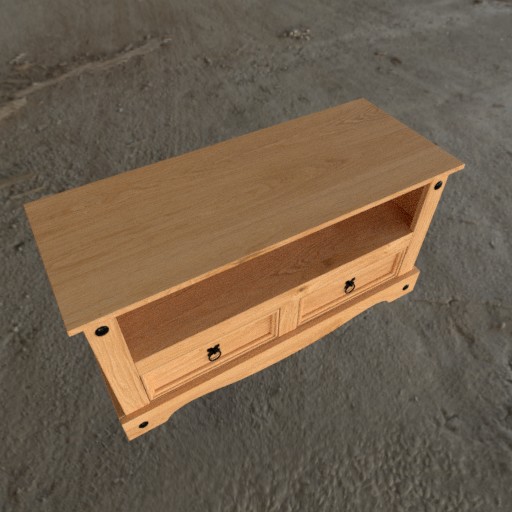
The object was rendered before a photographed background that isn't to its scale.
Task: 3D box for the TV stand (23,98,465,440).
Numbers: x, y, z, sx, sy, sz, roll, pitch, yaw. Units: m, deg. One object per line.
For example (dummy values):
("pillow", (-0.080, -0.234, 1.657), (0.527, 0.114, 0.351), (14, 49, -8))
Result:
("TV stand", (0.000, 0.000, 1.353), (1.080, 0.550, 0.440), (-23, 51, -20))
